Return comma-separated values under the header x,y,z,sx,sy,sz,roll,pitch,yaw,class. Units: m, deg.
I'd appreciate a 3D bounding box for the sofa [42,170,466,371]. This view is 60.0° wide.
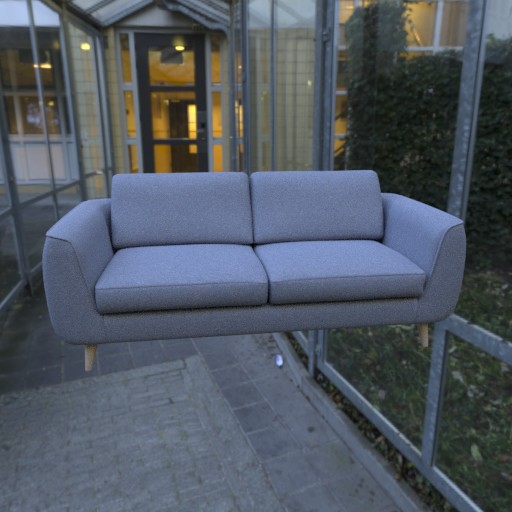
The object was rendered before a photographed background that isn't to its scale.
x,y,z,sx,sy,sz,roll,pitch,yaw,class
0.000,0.000,2.500,2.000,0.870,0.920,-2,16,-8,sofa
